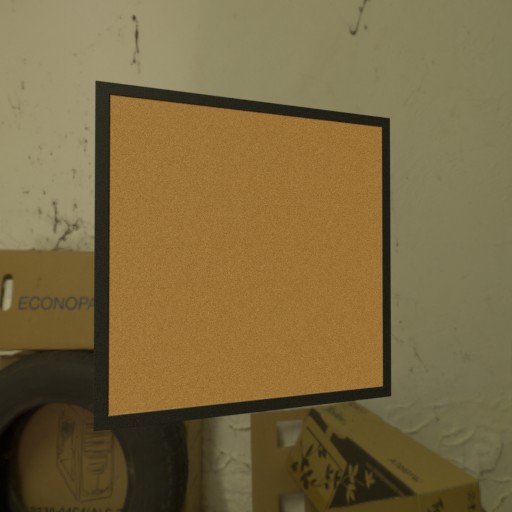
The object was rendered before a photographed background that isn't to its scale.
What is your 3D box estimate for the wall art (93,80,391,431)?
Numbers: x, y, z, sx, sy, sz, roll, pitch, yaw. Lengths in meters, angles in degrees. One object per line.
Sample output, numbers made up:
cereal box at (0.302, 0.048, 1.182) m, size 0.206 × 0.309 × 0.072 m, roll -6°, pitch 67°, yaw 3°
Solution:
wall art at (0.000, 0.000, 0.739) m, size 0.506 × 0.506 × 0.037 m, roll 0°, pitch -1°, yaw -19°
